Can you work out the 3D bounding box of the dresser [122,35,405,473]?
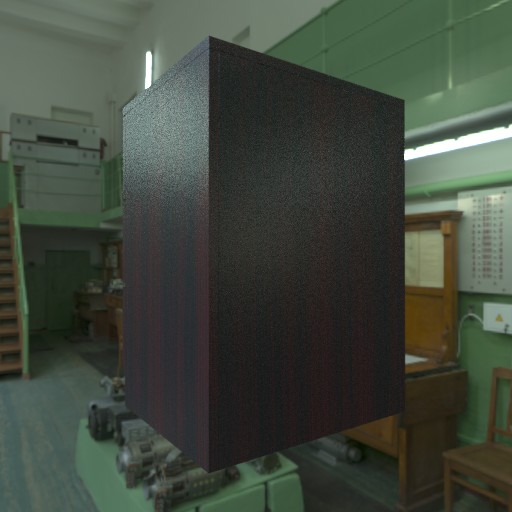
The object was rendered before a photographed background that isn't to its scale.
[{"bbox_3d":[0.000,0.000,0.826,0.400,0.560,0.360,0,0,-35],"label":"dresser"}]
